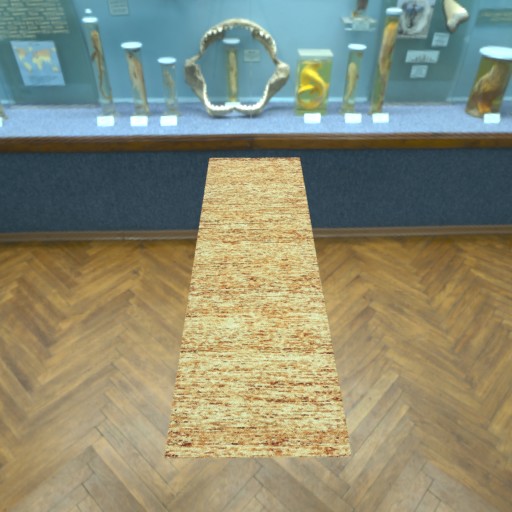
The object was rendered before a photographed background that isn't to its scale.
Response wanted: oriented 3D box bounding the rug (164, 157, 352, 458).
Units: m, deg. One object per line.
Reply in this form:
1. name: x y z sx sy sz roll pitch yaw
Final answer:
1. rug: 0.000 0.000 2.451 0.680 0.014 2.237 0 41 0
